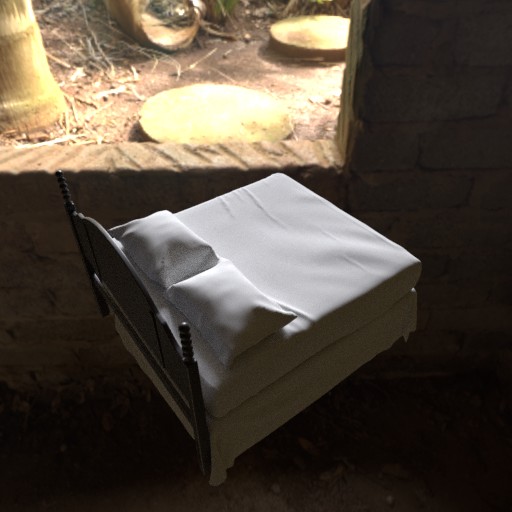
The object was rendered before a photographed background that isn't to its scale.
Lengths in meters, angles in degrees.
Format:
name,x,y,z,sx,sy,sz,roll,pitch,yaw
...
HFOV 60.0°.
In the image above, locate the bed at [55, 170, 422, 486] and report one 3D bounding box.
name,x,y,z,sx,sy,sz,roll,pitch,yaw
bed,0.000,0.000,3.238,2.040,1.356,1.873,-26,47,-27
